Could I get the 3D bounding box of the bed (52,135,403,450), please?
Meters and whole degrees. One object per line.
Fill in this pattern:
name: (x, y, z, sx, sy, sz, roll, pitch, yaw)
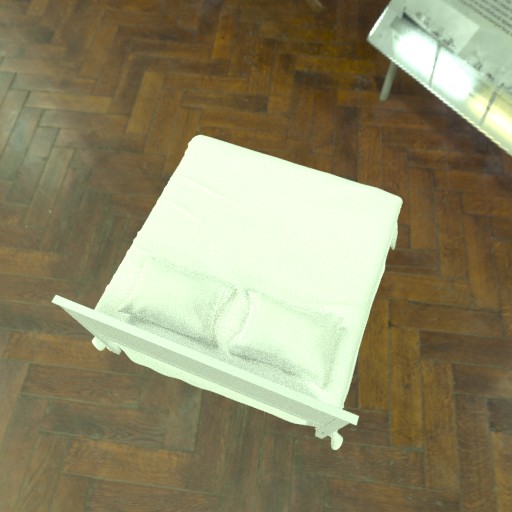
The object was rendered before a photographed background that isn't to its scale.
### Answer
bed: (0.000, 0.000, 3.661, 2.317, 1.273, 2.215, 19, 65, 9)
